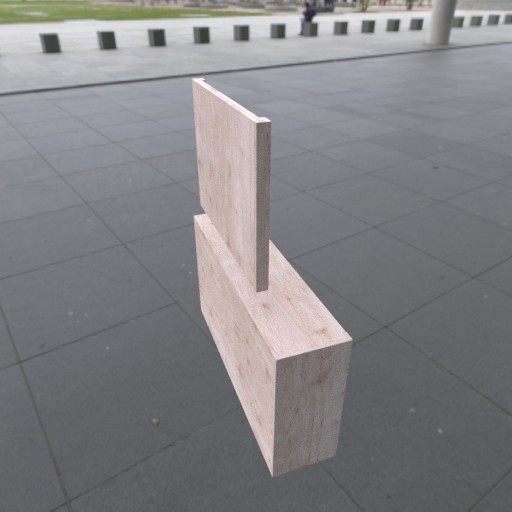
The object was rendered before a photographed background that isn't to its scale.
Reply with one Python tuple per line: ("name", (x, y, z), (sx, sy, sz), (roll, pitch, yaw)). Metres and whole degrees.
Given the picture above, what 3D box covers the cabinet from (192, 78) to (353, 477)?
("cabinet", (0.000, 0.000, 2.827), (0.420, 1.981, 1.700), (-11, 32, -17))
